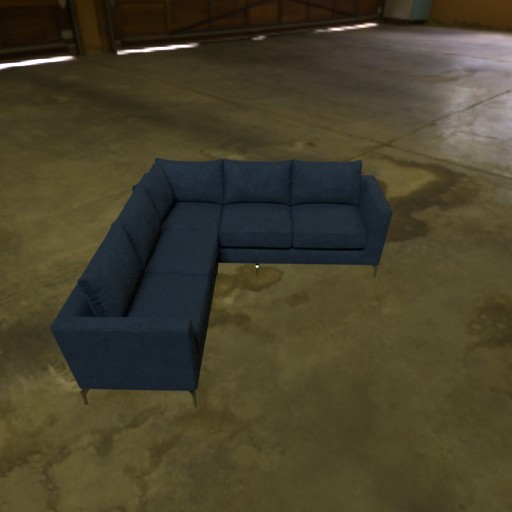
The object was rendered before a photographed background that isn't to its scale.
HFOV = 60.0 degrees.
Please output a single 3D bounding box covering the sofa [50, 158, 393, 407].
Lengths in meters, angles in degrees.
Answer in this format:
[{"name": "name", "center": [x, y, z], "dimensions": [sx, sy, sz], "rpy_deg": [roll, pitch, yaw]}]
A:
[{"name": "sofa", "center": [0.000, 0.000, 3.842], "dimensions": [2.463, 0.988, 2.472], "rpy_deg": [1, 33, 1]}]
